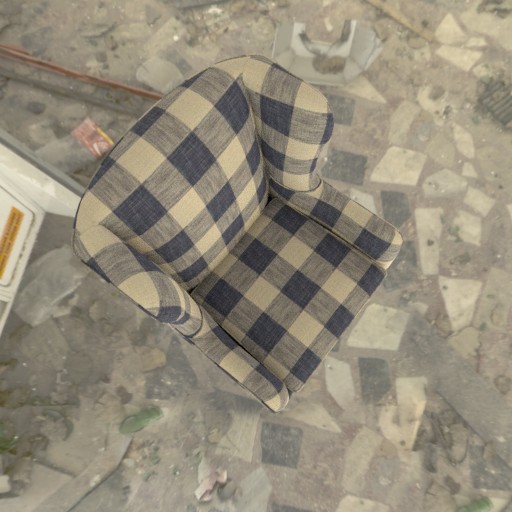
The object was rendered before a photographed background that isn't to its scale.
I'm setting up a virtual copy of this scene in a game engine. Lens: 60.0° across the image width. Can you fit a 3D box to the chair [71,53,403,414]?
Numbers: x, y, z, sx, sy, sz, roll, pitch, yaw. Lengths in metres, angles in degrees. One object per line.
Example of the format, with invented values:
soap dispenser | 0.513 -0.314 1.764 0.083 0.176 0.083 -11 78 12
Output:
chair | 0.000 0.000 1.704 0.889 1.041 0.830 38 78 10
